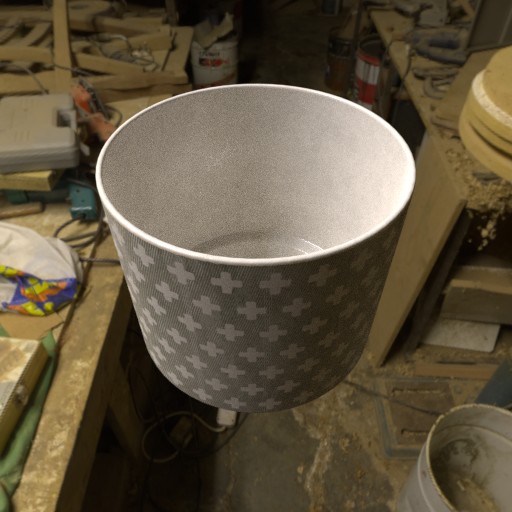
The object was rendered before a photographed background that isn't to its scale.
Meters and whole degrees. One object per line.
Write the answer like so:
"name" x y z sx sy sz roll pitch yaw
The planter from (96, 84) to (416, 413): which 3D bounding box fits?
"planter" 0.000 0.000 0.334 0.190 0.181 0.190 0 45 0
